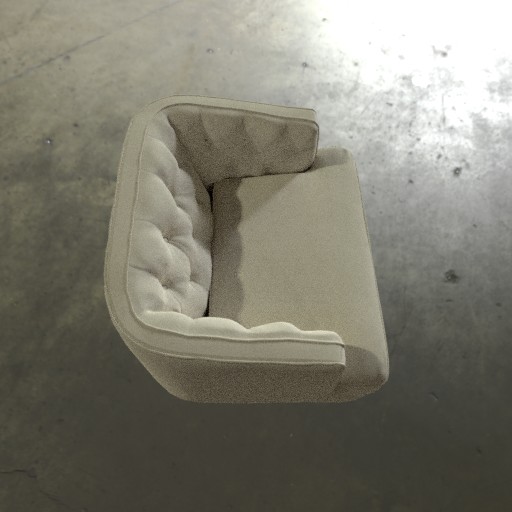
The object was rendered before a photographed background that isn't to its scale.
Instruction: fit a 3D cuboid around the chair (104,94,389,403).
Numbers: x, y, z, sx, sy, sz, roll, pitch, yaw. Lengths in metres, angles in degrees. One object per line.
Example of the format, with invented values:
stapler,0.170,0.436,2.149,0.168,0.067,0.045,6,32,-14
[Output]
chair,0.000,0.000,1.812,0.941,0.852,1.104,-1,62,-1
